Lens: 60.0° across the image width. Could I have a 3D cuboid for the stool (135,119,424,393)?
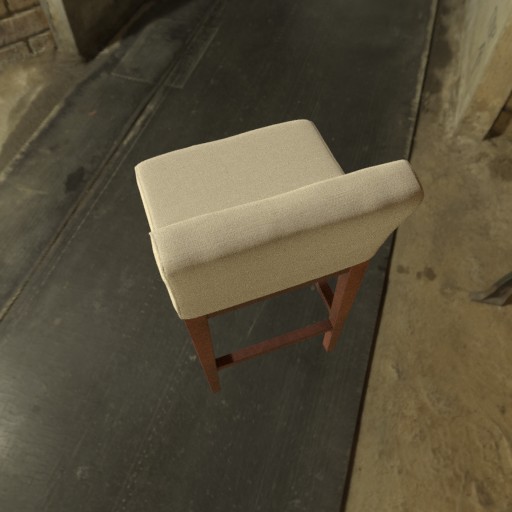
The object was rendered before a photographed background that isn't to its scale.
[{"bbox_3d":[0.000,0.000,1.267,0.511,0.937,0.500,-17,60,-10],"label":"stool"}]
